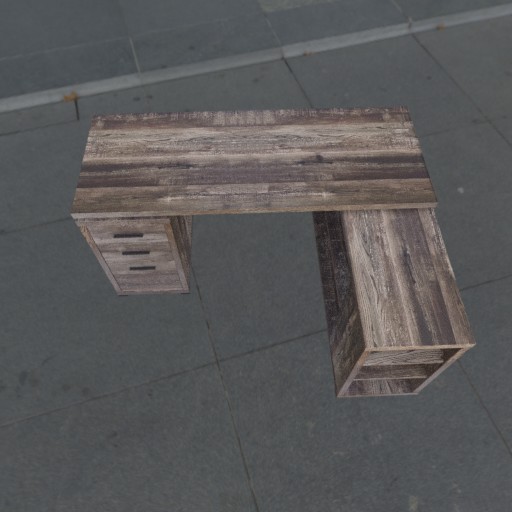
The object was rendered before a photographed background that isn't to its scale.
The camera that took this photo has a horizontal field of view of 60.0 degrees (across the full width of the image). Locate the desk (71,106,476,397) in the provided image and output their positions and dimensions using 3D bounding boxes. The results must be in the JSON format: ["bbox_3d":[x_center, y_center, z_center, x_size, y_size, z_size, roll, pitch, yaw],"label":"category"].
[{"bbox_3d":[0.000,0.000,2.156,1.524,0.753,1.200,-2,58,-1],"label":"desk"}]
